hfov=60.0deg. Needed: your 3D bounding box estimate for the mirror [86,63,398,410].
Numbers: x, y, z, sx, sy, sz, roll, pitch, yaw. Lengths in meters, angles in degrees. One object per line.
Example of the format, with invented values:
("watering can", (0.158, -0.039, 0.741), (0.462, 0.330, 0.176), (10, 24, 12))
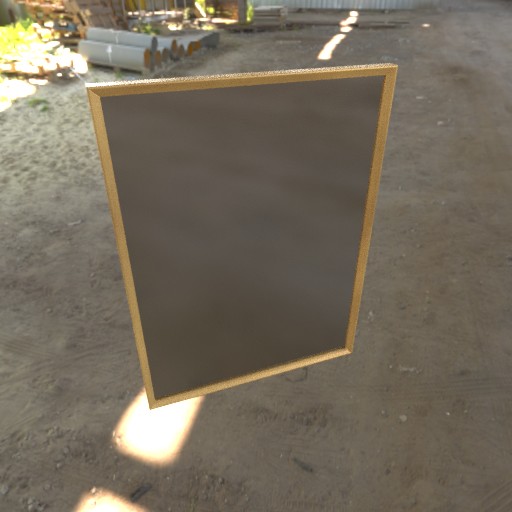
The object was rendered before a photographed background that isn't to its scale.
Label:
("mirror", (0.000, 0.000, 1.314), (0.762, 1.016, 0.041), (-11, 34, -17))
